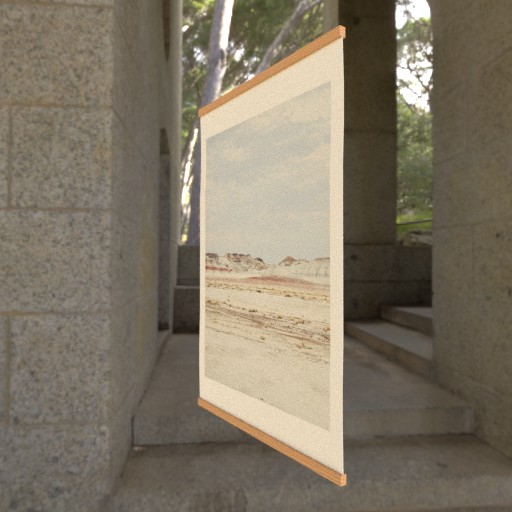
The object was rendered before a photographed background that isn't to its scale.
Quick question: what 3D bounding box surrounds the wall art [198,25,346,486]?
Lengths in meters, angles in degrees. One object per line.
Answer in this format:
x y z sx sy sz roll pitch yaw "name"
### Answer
0.000 0.000 1.884 0.025 1.521 1.011 0 -1 -35 "wall art"
